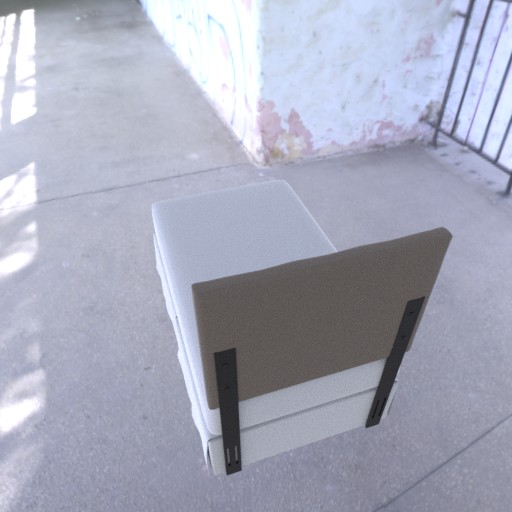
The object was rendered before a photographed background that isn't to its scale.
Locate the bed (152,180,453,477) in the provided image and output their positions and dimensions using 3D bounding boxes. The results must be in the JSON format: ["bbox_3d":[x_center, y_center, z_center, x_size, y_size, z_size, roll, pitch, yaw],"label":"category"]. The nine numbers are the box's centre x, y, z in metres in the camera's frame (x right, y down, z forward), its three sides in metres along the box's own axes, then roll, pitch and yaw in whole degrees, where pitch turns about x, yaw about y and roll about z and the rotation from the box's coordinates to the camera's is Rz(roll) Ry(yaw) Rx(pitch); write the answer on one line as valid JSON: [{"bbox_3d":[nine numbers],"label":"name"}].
[{"bbox_3d":[0.000,0.000,2.967,1.261,1.571,1.997,-12,43,-14],"label":"bed"}]
